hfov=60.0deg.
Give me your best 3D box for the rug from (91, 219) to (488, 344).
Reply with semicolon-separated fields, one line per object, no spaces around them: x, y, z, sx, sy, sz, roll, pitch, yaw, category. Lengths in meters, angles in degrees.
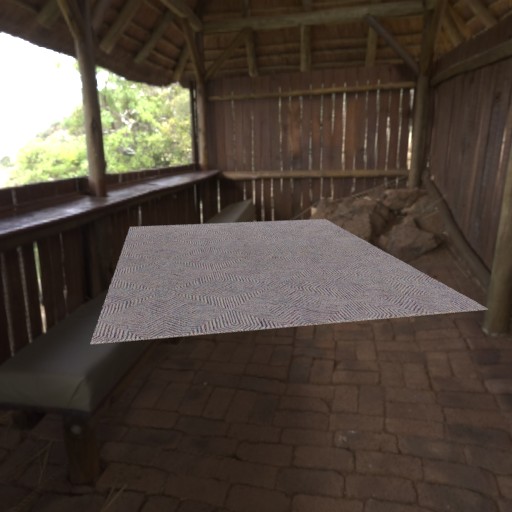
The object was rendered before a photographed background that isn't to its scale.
0.000;0.000;4.063;2.442;0.008;3.046;-3;16;-11;rug
